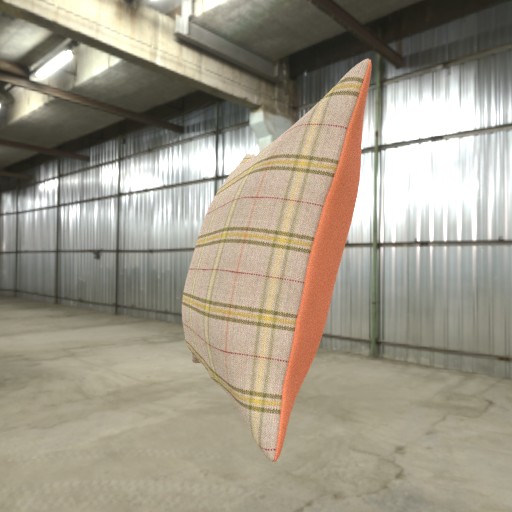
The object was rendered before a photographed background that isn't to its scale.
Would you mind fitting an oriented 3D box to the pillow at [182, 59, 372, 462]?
[{"bbox_3d":[0.000,0.000,0.681,0.200,0.430,0.453,0,-1,-18],"label":"pillow"}]
